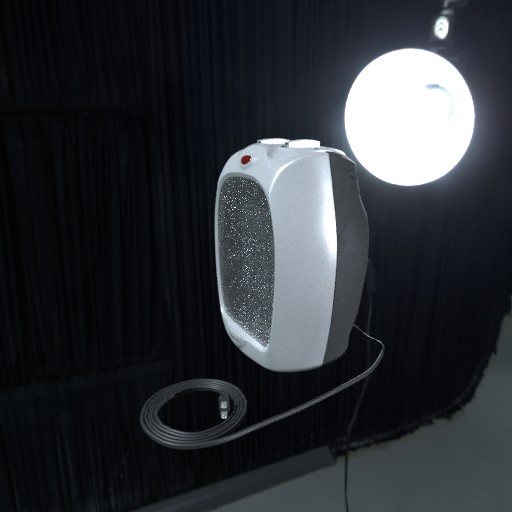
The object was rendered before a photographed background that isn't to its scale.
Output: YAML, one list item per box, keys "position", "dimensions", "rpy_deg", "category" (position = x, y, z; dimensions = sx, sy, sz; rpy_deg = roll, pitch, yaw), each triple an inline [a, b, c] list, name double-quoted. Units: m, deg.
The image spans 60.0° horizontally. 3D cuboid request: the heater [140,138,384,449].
- position: [0.000, 0.000, 0.473]
  dimensions: [0.291, 0.240, 0.239]
  rpy_deg: [-8, 18, -26]
  category: "heater"
